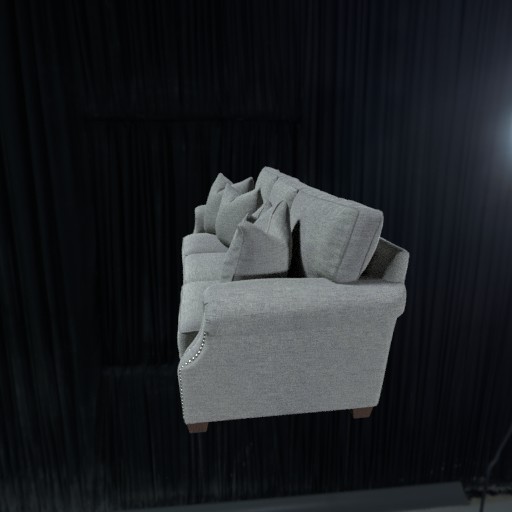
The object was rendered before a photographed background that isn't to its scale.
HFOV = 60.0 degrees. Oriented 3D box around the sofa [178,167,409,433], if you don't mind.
[{"bbox_3d":[0.000,0.000,2.838,0.965,0.975,2.312,-2,16,-8],"label":"sofa"}]
